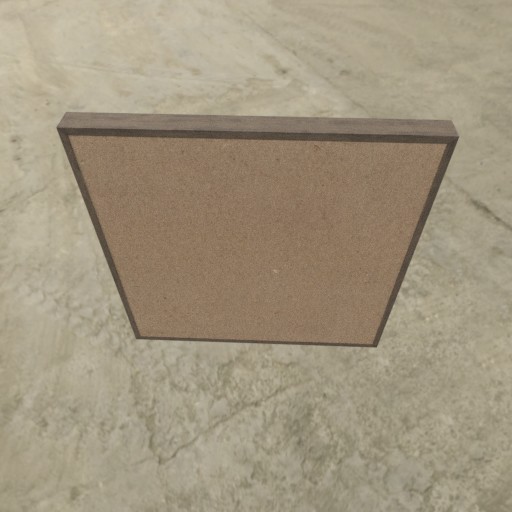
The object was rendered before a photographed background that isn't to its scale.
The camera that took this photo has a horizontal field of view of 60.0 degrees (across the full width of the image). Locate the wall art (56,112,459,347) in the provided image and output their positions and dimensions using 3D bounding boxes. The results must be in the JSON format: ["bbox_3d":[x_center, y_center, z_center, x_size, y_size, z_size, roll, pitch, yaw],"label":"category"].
[{"bbox_3d":[0.000,0.000,0.759,0.508,0.508,0.038,2,48,2],"label":"wall art"}]
